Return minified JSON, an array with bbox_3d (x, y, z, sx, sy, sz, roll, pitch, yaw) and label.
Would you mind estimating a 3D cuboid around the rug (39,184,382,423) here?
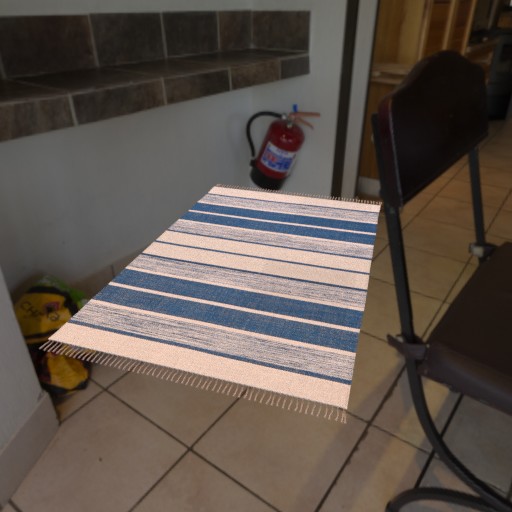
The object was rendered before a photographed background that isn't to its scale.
[{"bbox_3d":[0.000,0.000,3.030,1.532,0.010,2.441,9,31,15],"label":"rug"}]
